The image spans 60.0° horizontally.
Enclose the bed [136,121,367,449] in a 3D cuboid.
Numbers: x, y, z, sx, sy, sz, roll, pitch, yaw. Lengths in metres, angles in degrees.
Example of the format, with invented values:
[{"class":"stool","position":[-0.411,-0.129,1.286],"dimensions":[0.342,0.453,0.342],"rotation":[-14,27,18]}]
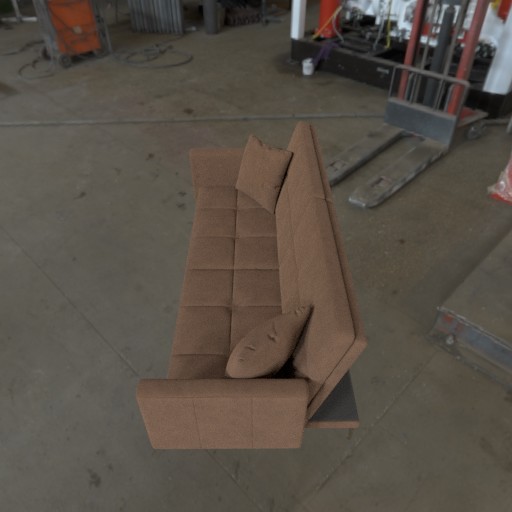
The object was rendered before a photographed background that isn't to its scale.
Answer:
[{"class":"bed","position":[0.000,0.000,2.412],"dimensions":[0.889,0.787,1.905],"rotation":[0,41,0]}]
